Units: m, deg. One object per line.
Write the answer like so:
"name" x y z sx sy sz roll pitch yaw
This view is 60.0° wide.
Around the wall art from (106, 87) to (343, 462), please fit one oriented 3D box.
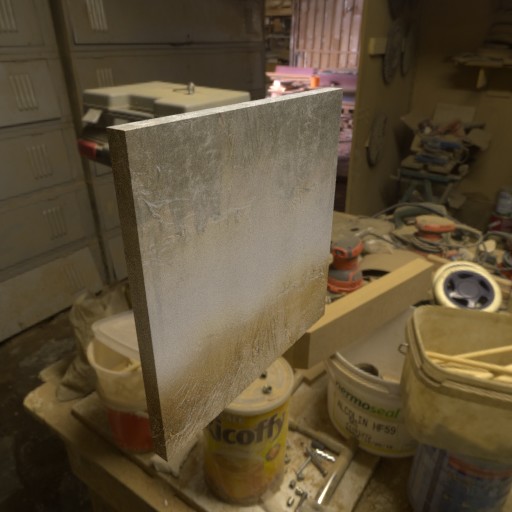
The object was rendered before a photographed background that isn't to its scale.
"wall art" 0.000 0.000 0.925 0.038 0.610 0.610 18 32 32
